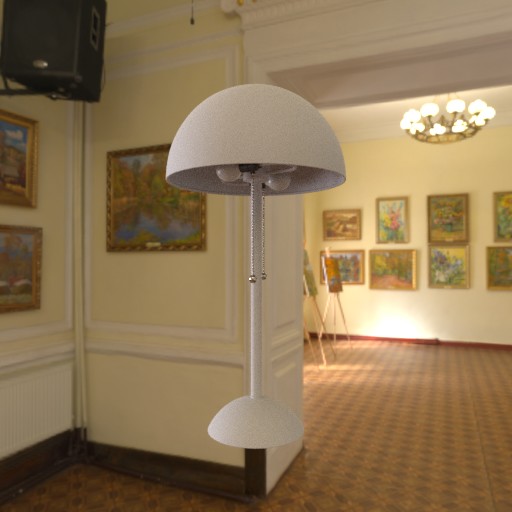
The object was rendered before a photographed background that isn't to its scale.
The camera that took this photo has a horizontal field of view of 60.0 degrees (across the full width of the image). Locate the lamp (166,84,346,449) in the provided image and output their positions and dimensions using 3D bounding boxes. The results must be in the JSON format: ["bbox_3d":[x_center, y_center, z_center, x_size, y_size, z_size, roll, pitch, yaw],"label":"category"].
[{"bbox_3d":[0.000,0.000,0.427,0.171,0.330,0.171,0,-1,0],"label":"lamp"}]
